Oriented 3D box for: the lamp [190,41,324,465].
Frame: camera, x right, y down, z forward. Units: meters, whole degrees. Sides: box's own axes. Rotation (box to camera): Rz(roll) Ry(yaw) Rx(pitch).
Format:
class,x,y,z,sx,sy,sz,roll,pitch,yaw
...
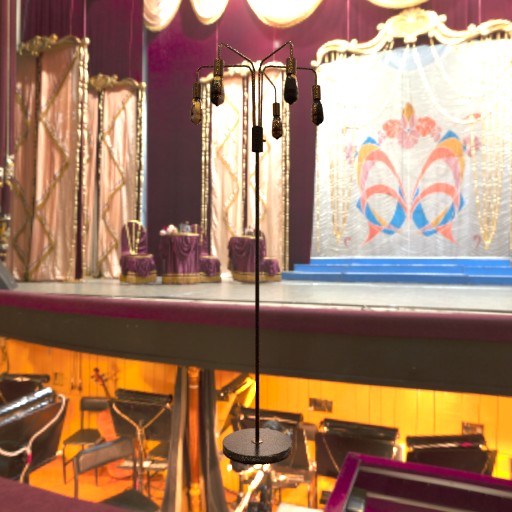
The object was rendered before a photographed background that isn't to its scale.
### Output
class,x,y,z,sx,sy,sz,roll,pitch,yaw
lamp,0.000,0.000,1.989,0.572,1.721,0.599,0,-1,19
